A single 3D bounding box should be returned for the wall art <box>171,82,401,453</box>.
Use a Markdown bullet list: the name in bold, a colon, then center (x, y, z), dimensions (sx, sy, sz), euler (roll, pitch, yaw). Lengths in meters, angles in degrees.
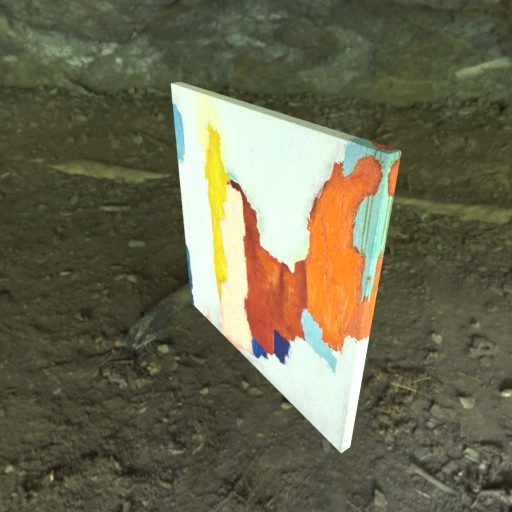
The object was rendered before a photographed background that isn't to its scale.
- **wall art**: center (0.000, 0.000, 1.566), dimensions (0.044, 1.017, 1.017), euler (-21, 37, -30)
